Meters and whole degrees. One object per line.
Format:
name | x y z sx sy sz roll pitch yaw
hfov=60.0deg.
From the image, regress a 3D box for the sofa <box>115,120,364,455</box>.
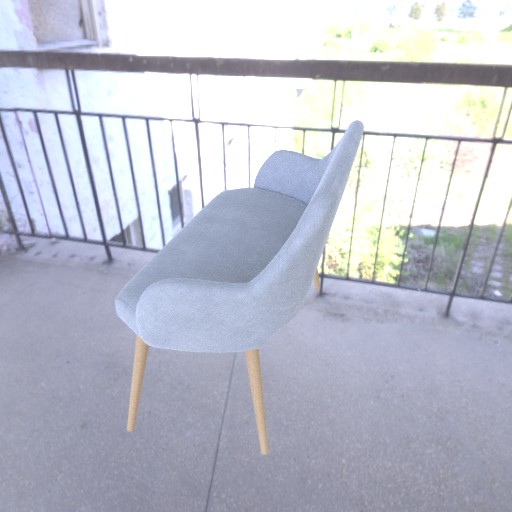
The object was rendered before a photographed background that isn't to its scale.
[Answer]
sofa | 0.000 0.000 1.589 0.610 0.840 1.150 9 31 15
